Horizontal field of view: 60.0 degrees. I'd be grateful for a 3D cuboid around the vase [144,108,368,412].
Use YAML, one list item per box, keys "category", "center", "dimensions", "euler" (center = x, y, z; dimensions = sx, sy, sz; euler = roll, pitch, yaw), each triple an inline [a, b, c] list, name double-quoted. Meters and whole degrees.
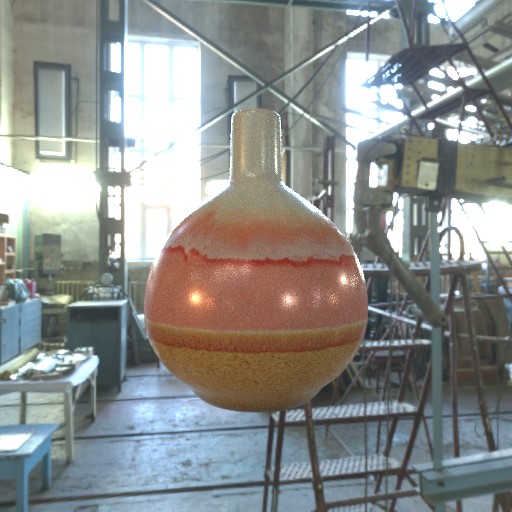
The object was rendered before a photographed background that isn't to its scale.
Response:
- category: "vase"
  center: [0.000, 0.000, 0.278]
  dimensions: [0.137, 0.176, 0.137]
  euler: [0, 0, 0]
